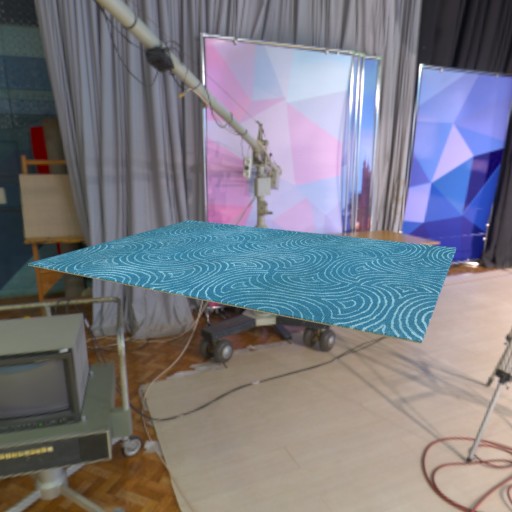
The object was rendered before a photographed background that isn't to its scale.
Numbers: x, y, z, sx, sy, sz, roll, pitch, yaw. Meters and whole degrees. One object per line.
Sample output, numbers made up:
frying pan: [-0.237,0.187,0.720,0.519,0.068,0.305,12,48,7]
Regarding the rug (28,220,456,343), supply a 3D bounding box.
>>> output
rug: [0.000,0.000,2.715,2.144,0.015,1.543,8,17,27]
